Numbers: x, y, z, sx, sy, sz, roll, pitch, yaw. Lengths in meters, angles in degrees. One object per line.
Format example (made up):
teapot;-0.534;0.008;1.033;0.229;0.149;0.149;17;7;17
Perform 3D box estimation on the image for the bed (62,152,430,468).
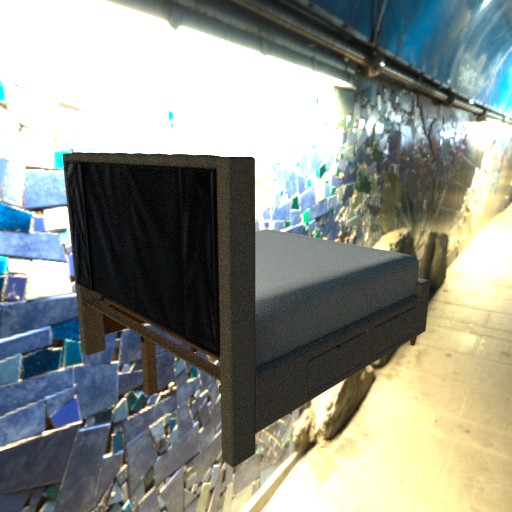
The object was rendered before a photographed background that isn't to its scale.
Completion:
bed;0.000;0.000;3.809;2.372;1.748;2.044;-13;19;-42
